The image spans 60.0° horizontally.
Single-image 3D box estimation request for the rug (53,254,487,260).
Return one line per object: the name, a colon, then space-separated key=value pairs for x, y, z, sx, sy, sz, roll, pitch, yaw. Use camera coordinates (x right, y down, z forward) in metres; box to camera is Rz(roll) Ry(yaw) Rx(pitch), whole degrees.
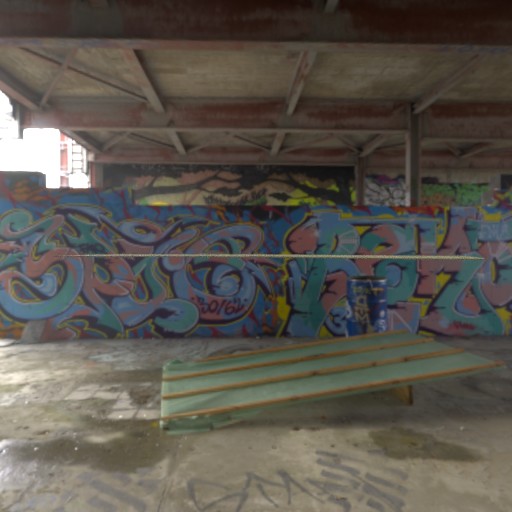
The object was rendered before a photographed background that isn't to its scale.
rug: x=0.000 y=0.000 z=2.603 sx=2.340 sy=0.013 sz=0.686 roll=0 pitch=1 yaw=18
